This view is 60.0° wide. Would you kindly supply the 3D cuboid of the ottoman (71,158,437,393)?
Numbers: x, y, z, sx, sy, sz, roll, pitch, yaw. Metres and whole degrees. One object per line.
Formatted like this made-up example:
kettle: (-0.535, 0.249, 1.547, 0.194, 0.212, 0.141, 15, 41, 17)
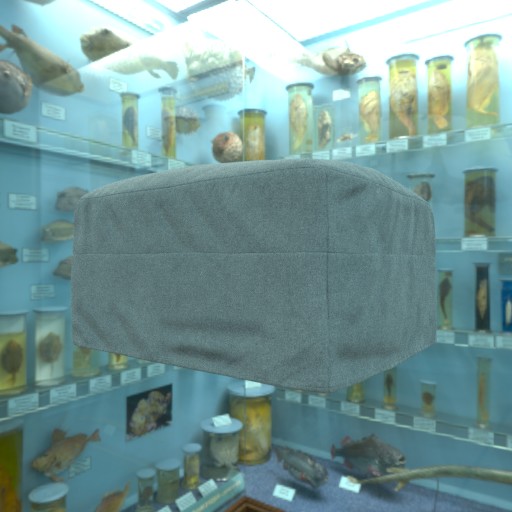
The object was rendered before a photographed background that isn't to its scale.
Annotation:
ottoman: (0.000, 0.000, 1.241, 0.837, 0.481, 0.683, 0, 0, 36)
